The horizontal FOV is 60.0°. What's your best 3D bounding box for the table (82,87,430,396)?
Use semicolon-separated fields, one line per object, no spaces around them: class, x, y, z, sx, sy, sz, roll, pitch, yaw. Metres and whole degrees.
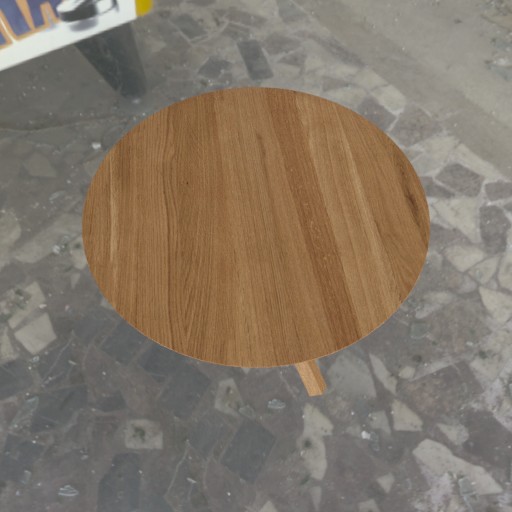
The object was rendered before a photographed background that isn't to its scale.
table;0.000;0.000;1.631;1.038;0.666;1.038;0;59;0
